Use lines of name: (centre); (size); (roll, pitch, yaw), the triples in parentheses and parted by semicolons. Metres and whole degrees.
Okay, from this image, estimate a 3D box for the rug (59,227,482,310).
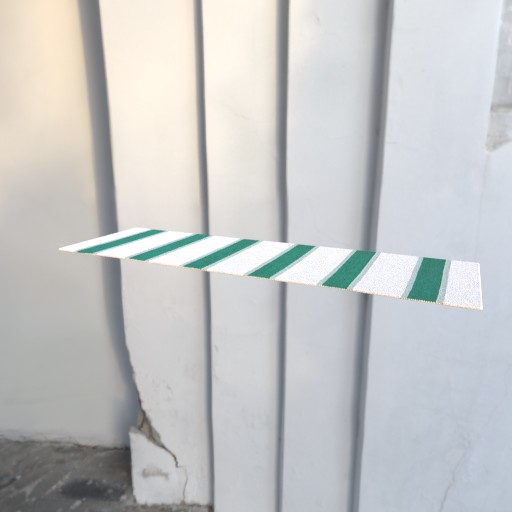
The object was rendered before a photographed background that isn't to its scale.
rug: (0.000, 0.000, 2.681); (2.438, 0.012, 0.768); (7, 16, 24)
